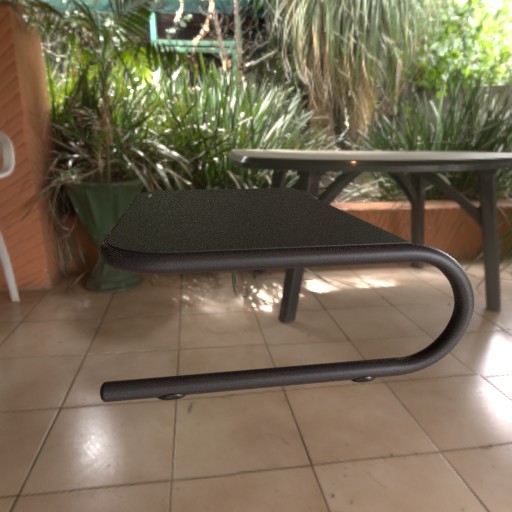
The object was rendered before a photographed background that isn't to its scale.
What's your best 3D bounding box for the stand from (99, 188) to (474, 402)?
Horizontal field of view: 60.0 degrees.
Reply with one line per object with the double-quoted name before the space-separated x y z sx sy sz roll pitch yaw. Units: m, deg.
"stand" 0.000 0.000 0.490 0.280 0.108 0.370 -2 15 -9
